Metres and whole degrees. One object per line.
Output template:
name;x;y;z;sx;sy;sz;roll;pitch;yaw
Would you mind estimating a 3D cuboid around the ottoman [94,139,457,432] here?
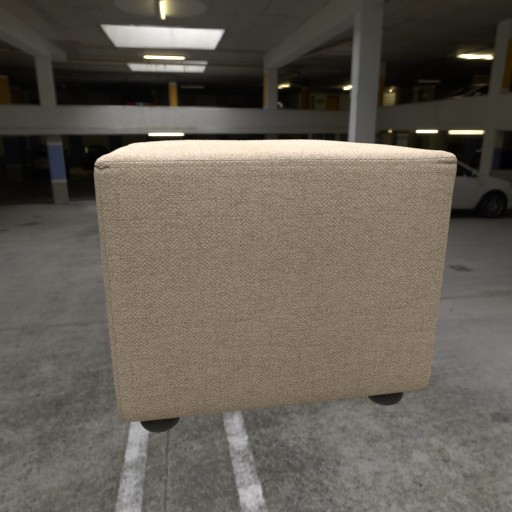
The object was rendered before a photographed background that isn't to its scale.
ottoman;0.000;0.000;0.862;0.508;0.432;0.508;-3;16;-10
